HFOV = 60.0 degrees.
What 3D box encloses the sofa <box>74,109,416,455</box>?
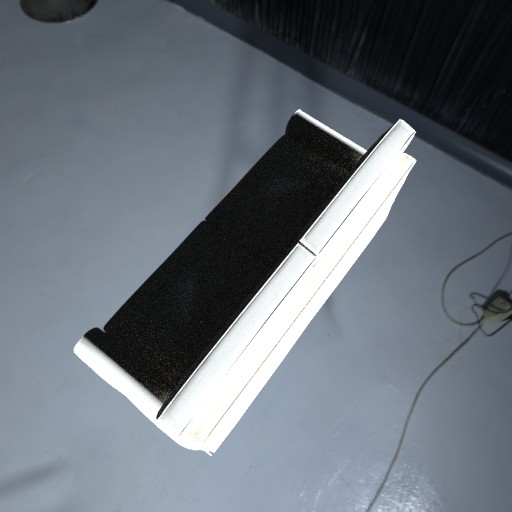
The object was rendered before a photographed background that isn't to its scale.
[{"bbox_3d":[0.000,0.000,2.526,0.862,0.937,2.021,35,69,15],"label":"sofa"}]
